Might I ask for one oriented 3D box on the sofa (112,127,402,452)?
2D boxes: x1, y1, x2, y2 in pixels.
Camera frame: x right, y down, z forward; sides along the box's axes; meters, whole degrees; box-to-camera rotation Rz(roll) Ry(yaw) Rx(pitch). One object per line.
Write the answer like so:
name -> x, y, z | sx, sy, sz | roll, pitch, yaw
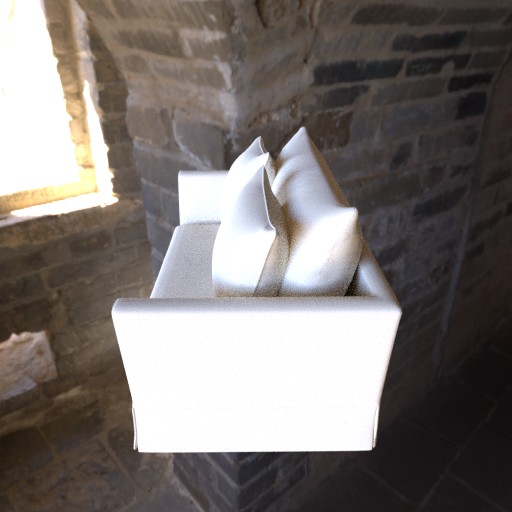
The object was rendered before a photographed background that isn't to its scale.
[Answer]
sofa -> 0.000, 0.000, 2.258 | 1.026, 1.039, 1.608 | 0, 27, -1
